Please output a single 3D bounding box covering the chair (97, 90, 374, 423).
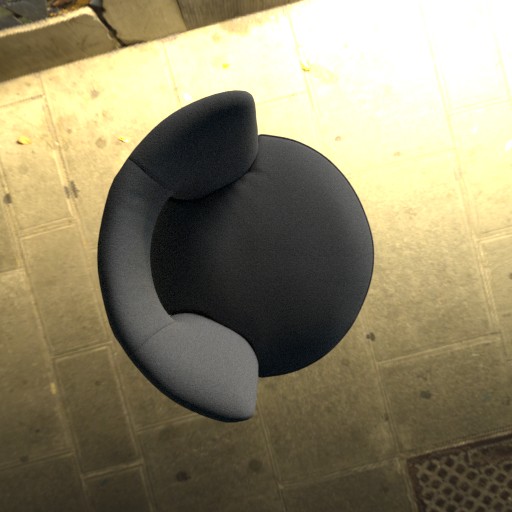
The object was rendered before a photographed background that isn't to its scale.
[{"bbox_3d":[0.000,0.000,1.255,0.660,0.719,0.689,0,90,0],"label":"chair"}]
